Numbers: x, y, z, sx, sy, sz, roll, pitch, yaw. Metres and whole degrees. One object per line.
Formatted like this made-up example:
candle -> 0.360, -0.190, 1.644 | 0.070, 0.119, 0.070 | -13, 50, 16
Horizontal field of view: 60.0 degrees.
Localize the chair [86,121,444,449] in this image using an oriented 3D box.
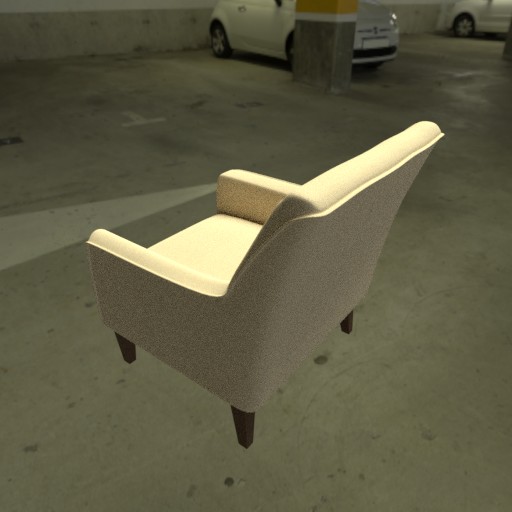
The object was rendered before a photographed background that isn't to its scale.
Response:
chair -> 0.000, 0.000, 1.564 | 0.899, 0.919, 0.780 | 21, 37, 32
